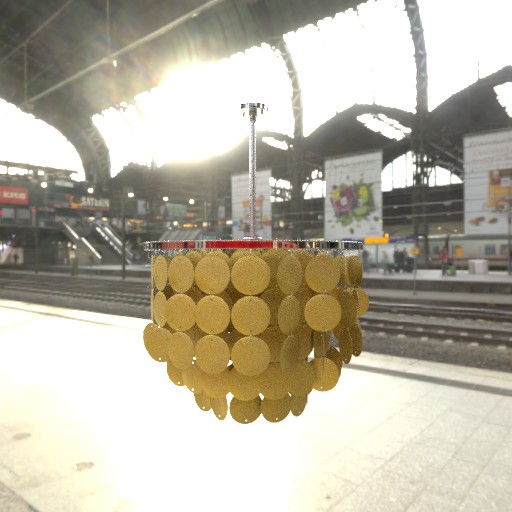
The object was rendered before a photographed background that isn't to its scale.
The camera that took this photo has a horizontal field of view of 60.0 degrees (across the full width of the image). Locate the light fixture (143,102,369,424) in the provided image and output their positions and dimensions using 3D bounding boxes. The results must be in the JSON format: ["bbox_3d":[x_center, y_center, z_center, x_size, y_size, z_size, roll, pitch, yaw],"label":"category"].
[{"bbox_3d":[0.000,0.000,0.732,0.368,0.492,0.368,0,0,0],"label":"light fixture"}]
